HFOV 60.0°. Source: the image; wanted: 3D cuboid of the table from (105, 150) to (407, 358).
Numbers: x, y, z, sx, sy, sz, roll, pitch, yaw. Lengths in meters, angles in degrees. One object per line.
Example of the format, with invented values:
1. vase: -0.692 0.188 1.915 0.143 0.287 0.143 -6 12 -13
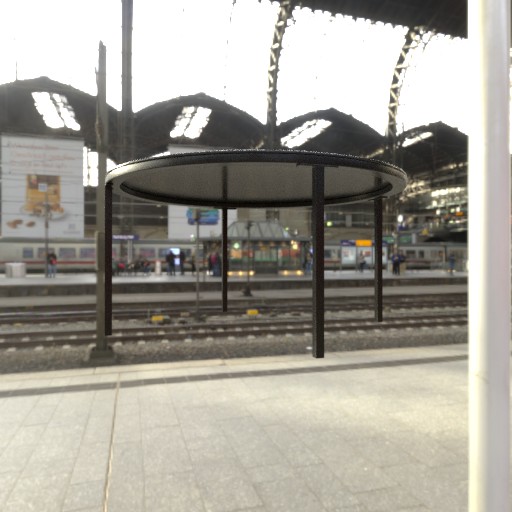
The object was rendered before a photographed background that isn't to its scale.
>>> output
1. table: 0.000 0.000 1.238 0.800 0.400 0.800 0 0 0
